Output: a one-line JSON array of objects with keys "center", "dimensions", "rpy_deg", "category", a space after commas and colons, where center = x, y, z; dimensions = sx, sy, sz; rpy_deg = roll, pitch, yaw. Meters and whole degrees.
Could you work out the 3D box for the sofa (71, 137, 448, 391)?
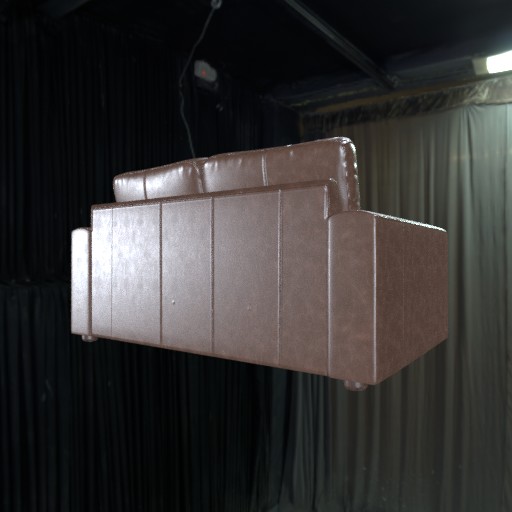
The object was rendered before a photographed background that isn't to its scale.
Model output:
[{"center": [0.000, 0.000, 2.217], "dimensions": [1.616, 0.873, 1.016], "rpy_deg": [0, 0, 35], "category": "sofa"}]
